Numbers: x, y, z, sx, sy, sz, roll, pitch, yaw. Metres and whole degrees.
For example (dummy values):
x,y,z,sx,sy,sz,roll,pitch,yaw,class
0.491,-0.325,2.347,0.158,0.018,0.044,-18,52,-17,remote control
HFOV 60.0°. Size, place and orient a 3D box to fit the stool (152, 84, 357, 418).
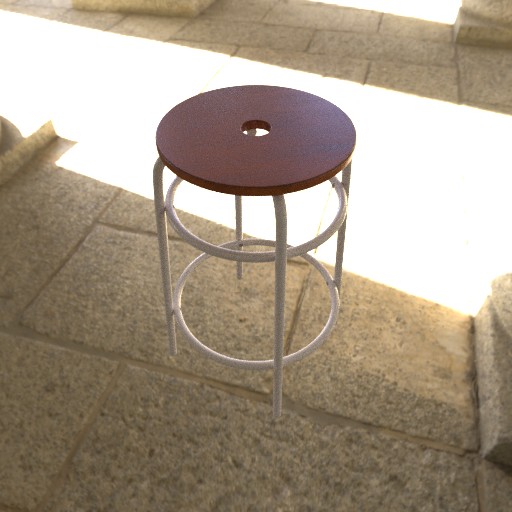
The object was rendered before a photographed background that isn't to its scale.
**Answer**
x,y,z,sx,sy,sz,roll,pitch,yaw,class
0.000,0.000,0.958,0.455,0.610,0.455,-9,46,-9,stool
